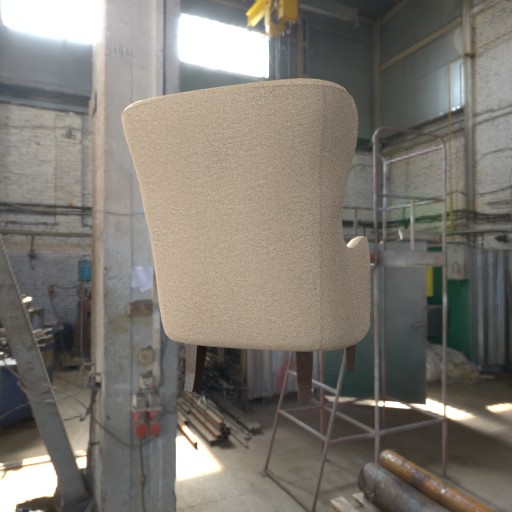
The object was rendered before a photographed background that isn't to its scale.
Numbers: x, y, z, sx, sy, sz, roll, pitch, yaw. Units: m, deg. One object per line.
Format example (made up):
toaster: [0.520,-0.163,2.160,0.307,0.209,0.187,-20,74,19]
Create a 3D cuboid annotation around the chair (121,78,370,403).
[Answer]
chair: [0.000,0.000,1.806,0.861,1.064,0.984,0,-1,19]
